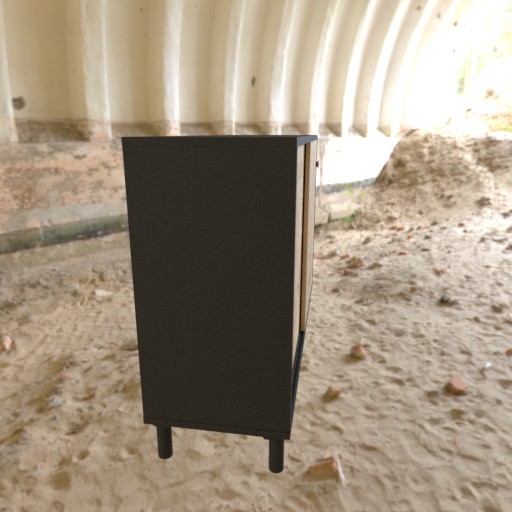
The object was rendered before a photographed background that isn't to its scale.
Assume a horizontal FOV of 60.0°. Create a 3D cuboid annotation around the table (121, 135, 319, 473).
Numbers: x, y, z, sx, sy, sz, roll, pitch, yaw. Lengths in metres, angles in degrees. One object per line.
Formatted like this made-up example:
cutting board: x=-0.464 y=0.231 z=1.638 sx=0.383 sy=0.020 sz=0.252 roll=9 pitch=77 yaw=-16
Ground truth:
table: x=0.000 y=0.000 z=1.631 sx=0.400 sy=0.855 sz=1.200 roll=3 pitch=16 yaw=9
